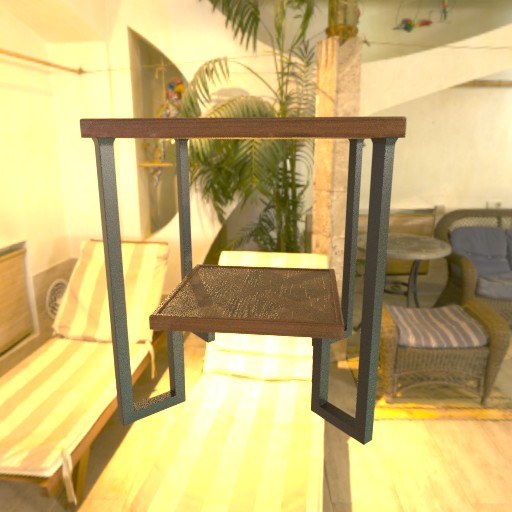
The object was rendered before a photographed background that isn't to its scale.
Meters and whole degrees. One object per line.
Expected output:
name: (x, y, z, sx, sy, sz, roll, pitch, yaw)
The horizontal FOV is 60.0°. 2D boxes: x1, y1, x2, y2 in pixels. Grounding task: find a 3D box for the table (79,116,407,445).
table: (0.000, 0.000, 0.983, 0.503, 0.563, 0.503, 2, 15, 7)
